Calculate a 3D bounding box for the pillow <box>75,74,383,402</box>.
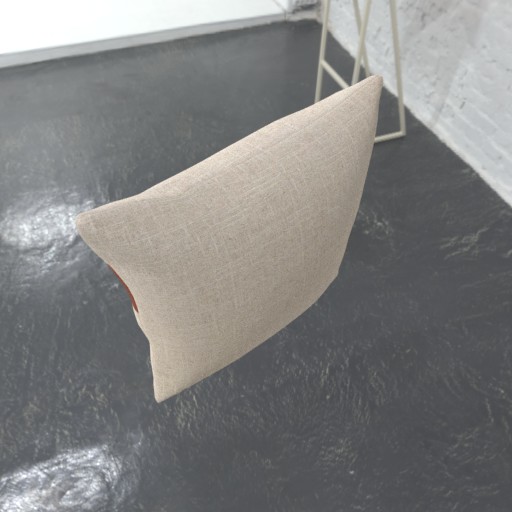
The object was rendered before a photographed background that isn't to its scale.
[{"bbox_3d":[0.000,0.000,0.623,0.414,0.399,0.173,-32,56,-25],"label":"pillow"}]
